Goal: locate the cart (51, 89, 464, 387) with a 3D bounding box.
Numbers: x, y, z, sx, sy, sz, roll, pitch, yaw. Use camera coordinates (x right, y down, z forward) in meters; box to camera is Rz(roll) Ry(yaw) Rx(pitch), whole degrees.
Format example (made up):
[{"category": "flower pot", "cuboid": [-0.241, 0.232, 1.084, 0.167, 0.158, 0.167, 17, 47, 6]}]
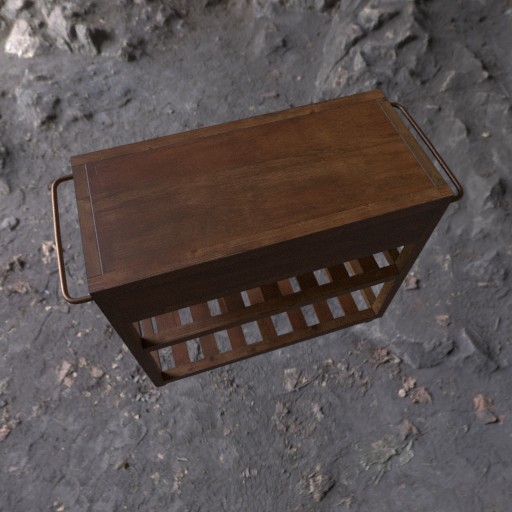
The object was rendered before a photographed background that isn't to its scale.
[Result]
[{"category": "cart", "cuboid": [0.000, 0.000, 1.510, 1.065, 0.830, 0.445, -15, 60, -9]}]
